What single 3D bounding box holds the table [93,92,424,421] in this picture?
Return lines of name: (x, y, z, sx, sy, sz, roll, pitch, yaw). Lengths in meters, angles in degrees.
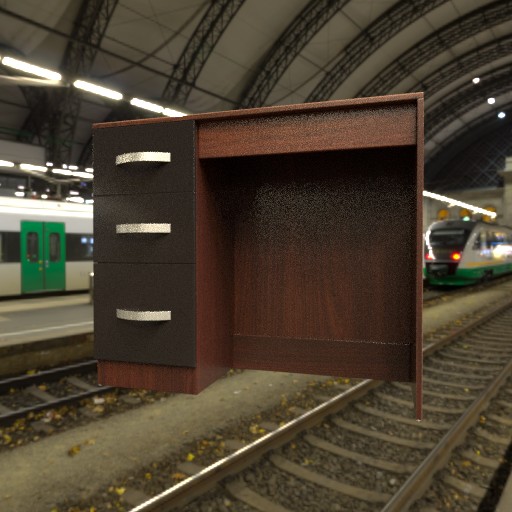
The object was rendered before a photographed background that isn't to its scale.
table: (0.000, 0.000, 1.346, 0.930, 0.790, 0.380, 0, 1, 17)
